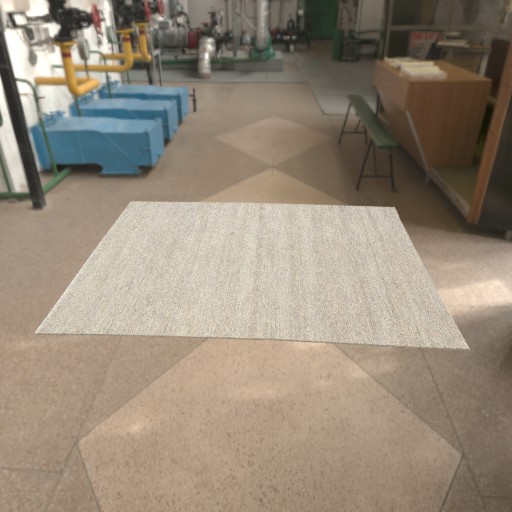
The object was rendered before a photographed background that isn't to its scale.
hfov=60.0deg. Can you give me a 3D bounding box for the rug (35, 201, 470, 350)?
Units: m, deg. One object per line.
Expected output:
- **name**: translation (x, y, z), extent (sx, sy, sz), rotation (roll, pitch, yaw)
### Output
- **rug**: translation (0.000, 0.000, 4.849), extent (3.626, 0.051, 2.757), rotation (2, 31, 3)
